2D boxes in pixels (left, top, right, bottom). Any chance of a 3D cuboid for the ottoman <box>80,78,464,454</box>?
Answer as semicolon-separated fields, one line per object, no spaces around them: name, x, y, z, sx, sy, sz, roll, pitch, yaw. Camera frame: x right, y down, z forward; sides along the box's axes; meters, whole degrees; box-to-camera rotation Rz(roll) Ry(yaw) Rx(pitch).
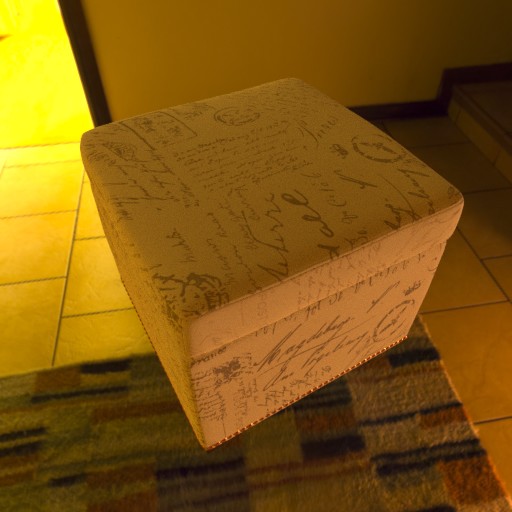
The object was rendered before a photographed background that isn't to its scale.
ottoman;0.000;0.000;0.819;0.450;0.457;0.449;-22;50;-20
